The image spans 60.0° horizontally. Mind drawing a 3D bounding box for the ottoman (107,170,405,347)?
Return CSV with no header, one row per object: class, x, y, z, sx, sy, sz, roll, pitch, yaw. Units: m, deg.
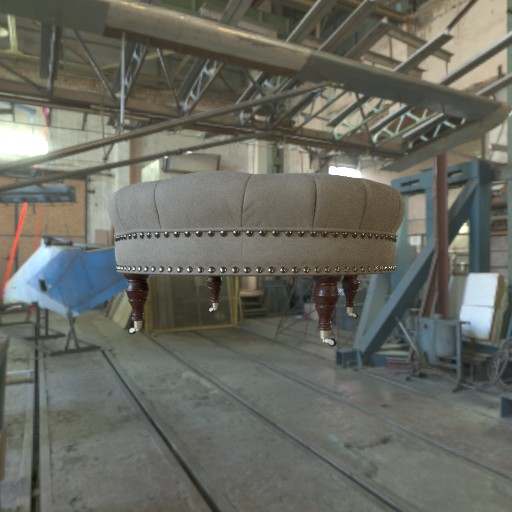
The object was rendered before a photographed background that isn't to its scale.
ottoman,0.000,0.000,1.410,0.901,0.439,0.901,0,0,0
